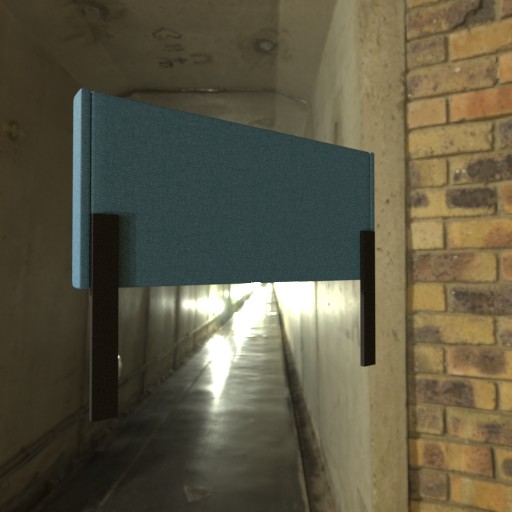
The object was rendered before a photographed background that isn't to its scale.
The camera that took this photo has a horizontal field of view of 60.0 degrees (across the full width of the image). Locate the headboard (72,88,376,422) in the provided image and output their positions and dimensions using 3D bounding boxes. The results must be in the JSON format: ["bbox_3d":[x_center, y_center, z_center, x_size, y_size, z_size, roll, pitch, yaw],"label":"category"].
[{"bbox_3d":[0.000,0.000,2.659,2.051,1.524,0.184,1,-1,-36],"label":"headboard"}]
